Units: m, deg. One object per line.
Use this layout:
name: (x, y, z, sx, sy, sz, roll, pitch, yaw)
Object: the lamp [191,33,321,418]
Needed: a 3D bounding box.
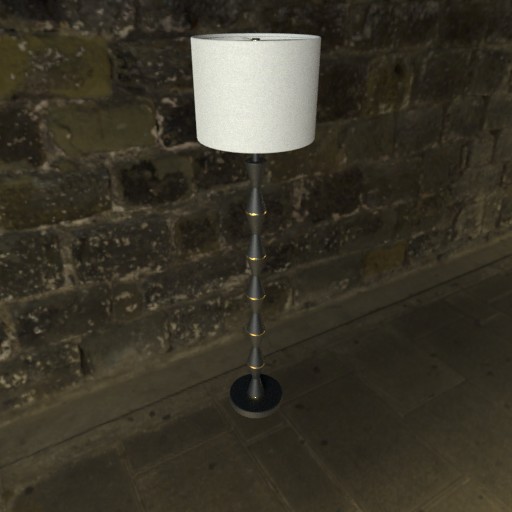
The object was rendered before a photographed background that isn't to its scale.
lamp: (0.000, 0.000, 1.666, 0.381, 1.480, 0.381, -8, 30, -14)
